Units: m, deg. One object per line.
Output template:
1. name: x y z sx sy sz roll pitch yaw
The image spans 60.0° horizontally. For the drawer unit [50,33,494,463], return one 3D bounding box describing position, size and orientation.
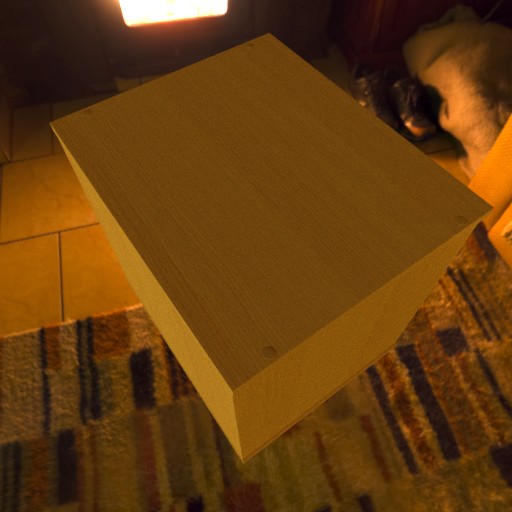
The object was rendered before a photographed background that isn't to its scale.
1. drawer unit: 0.000 0.000 0.583 0.290 0.344 0.349 -31 62 -18
